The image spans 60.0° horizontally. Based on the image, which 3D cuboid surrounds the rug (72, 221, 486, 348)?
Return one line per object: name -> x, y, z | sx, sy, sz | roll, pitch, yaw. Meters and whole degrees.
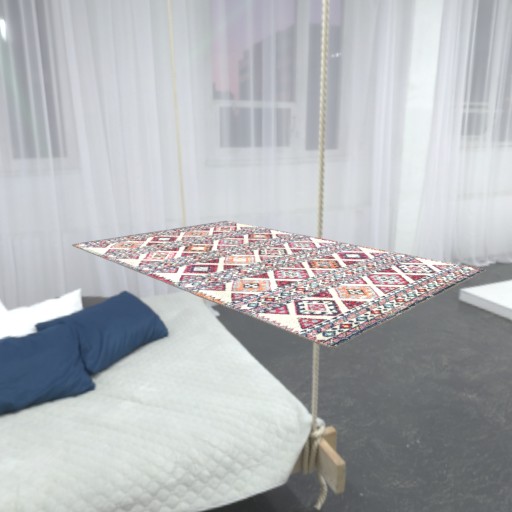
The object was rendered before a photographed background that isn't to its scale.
rug -> 0.000, 0.000, 3.015 | 1.545, 0.010, 2.440 | -13, 19, -42
